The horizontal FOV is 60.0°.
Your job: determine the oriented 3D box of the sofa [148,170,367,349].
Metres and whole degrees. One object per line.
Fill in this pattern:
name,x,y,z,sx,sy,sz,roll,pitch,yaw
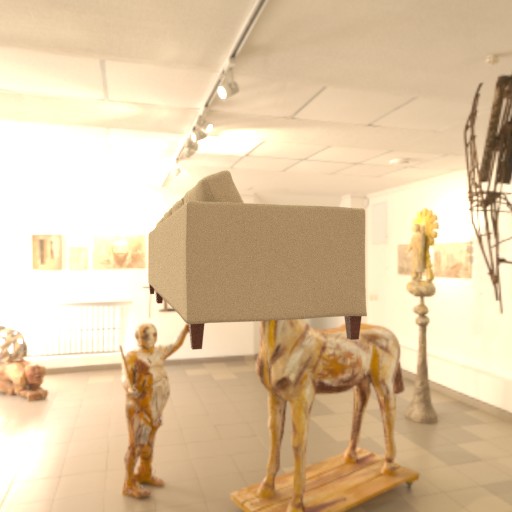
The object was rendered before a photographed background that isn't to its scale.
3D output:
sofa,0.000,0.000,3.761,1.625,0.861,3.186,0,0,-17
